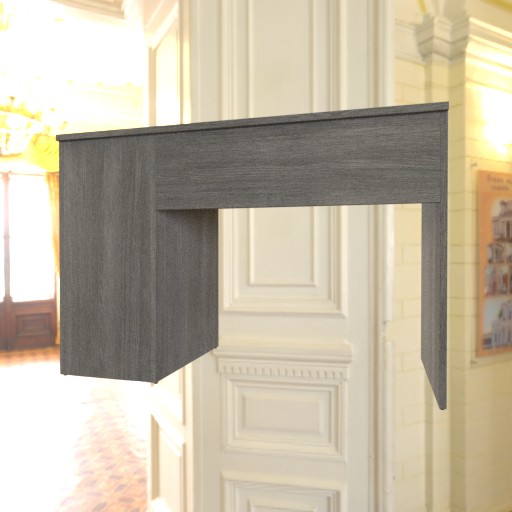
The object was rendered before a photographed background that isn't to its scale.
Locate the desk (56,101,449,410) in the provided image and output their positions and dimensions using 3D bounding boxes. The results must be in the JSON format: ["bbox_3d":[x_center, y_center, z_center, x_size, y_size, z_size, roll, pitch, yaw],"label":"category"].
[{"bbox_3d":[0.000,0.000,1.460,1.097,0.735,0.560,0,1,16],"label":"desk"}]
